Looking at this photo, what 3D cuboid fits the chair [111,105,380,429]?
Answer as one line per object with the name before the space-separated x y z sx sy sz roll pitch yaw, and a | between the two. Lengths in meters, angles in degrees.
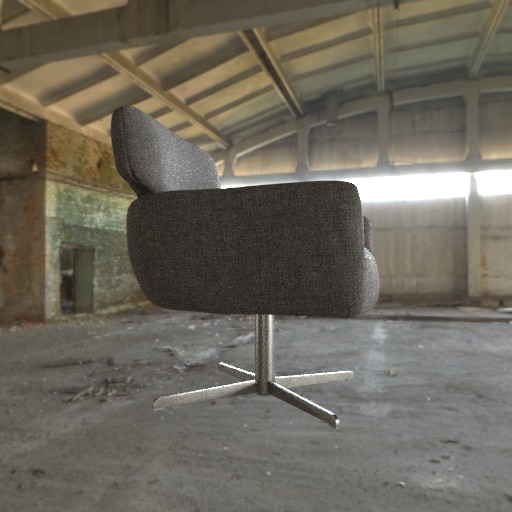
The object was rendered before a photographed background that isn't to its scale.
chair | 0.000 0.000 1.330 0.715 0.812 0.706 0 -2 16
